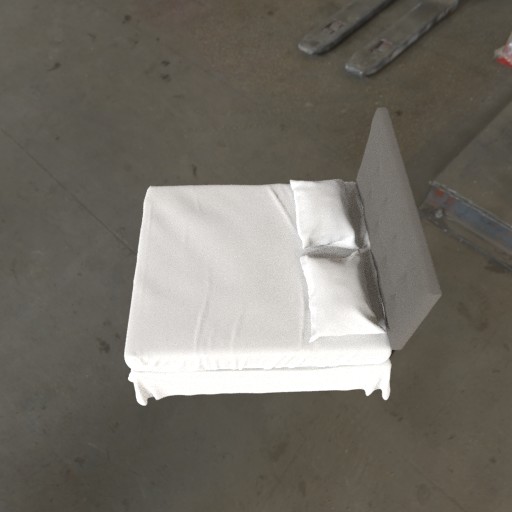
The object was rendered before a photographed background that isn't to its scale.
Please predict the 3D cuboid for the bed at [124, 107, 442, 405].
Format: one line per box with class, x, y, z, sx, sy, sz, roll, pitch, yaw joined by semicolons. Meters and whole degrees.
bed;0.000;0.000;3.556;2.222;1.577;1.936;-1;57;-1
